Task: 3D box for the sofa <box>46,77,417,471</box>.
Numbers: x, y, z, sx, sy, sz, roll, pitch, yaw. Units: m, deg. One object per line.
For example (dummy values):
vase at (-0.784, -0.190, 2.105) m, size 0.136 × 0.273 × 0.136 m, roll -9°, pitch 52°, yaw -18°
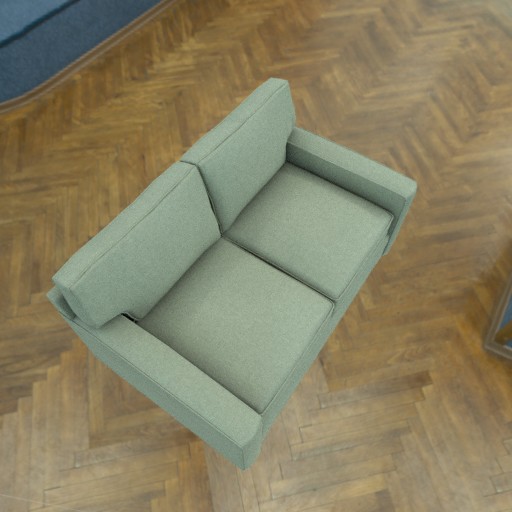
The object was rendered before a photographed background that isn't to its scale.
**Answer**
sofa at (0.000, 0.000, 2.073) m, size 0.940 × 0.853 × 1.484 m, roll 30°, pitch 62°, yaw 18°
